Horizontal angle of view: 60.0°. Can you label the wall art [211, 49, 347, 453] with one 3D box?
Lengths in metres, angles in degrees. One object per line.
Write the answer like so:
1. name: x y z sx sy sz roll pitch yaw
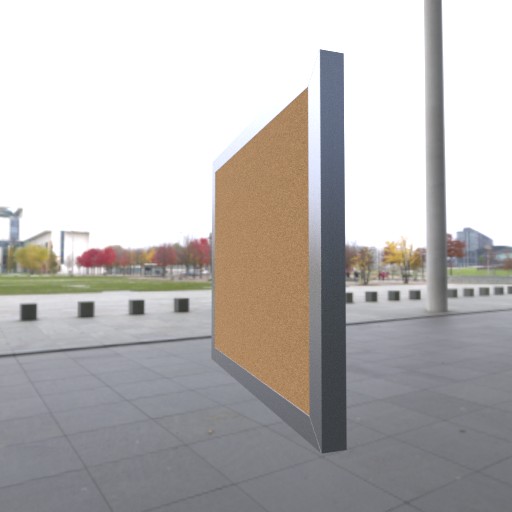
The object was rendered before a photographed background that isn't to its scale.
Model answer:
1. wall art: 0.000 0.000 0.767 0.032 0.456 0.557 1 -2 -18
